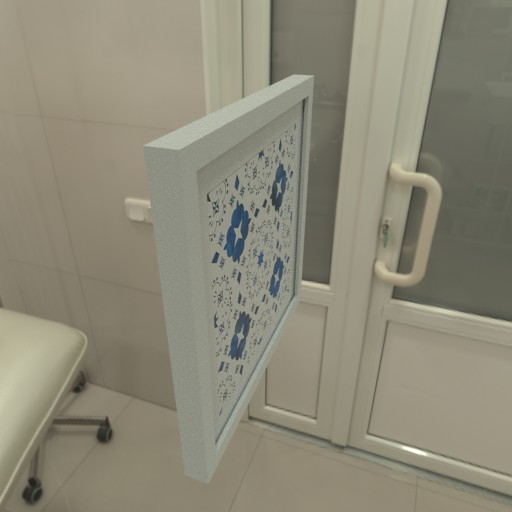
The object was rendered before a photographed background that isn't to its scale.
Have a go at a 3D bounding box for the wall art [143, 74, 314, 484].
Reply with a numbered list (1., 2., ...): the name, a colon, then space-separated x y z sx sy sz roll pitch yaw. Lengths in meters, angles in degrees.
1. wall art: 0.000 0.000 0.524 0.027 0.355 0.355 11 32 18
